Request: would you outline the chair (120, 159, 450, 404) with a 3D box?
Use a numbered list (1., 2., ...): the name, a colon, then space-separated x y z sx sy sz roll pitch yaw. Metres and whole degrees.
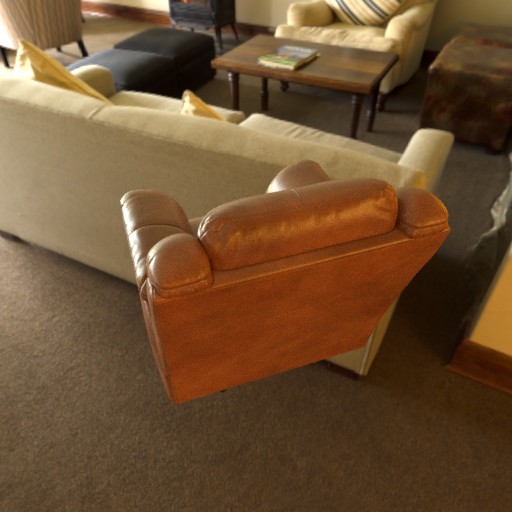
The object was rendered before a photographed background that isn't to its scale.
1. chair: 0.000 0.000 1.850 0.990 1.093 1.041 -13 43 -15
